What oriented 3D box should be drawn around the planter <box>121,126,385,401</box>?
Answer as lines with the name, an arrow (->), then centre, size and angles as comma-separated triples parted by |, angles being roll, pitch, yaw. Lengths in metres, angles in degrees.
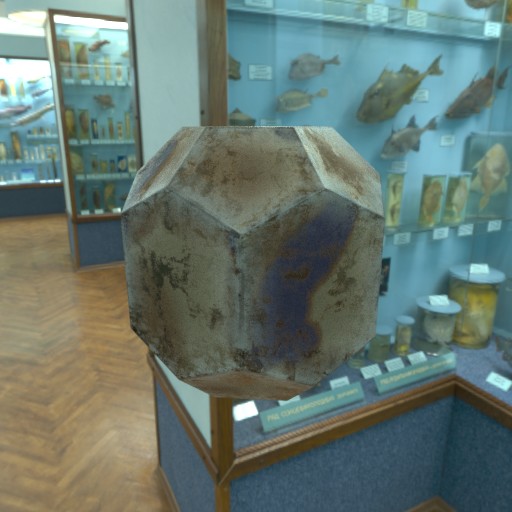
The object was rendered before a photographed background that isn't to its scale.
planter -> 0.000, 0.000, 0.424 | 0.243, 0.238, 0.221 | -8, 18, -24
